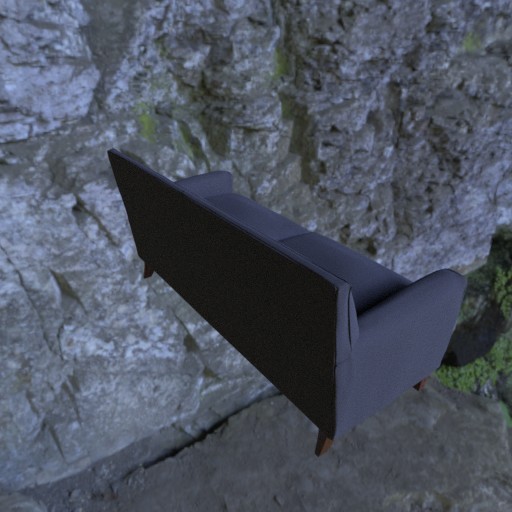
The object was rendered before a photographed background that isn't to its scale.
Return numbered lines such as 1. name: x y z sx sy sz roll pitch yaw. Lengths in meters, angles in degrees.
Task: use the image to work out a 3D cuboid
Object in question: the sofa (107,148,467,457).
1. sofa: 0.000 0.000 2.425 0.843 0.907 2.002 -18 33 -31
